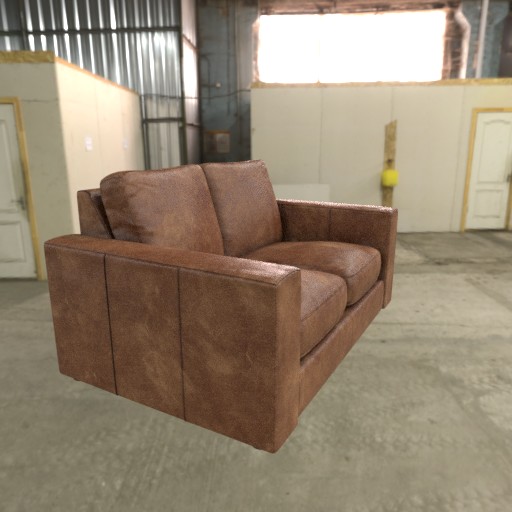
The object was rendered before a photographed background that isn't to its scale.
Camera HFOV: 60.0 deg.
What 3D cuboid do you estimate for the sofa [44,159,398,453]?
[{"bbox_3d":[0.000,0.000,2.225,1.041,0.889,1.626,8,17,28],"label":"sofa"}]
